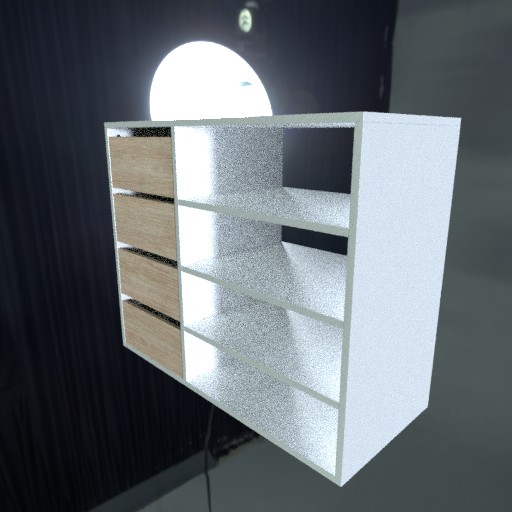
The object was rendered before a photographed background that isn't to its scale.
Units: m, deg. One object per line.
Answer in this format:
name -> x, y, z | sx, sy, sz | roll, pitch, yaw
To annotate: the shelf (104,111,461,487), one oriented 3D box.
shelf -> 0.000, 0.000, 1.252 | 0.396, 0.732, 0.895 | -15, 21, -43
